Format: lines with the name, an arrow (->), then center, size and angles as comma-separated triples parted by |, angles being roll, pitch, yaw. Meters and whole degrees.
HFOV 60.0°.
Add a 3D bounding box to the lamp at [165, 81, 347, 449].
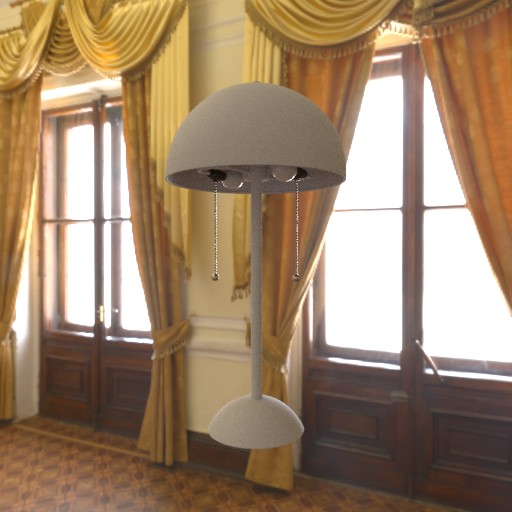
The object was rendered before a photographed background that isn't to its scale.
lamp -> 0.000, 0.000, 0.425 | 0.171, 0.330, 0.171 | 0, 0, 0
